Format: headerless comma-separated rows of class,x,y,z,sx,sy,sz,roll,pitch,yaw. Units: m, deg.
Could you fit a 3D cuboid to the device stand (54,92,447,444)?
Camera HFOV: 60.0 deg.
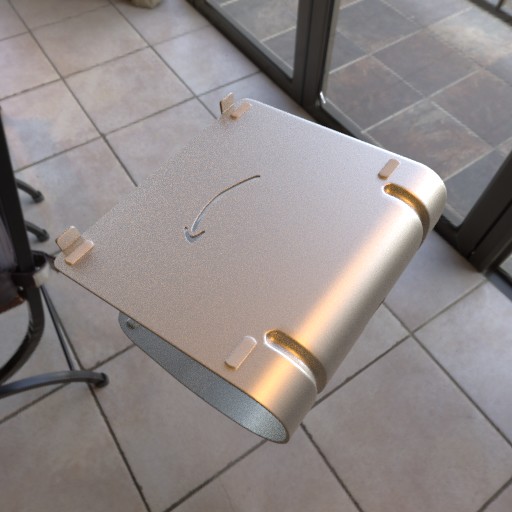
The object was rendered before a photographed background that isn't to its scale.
device stand,0.000,0.000,0.413,0.236,0.155,0.256,33,64,18
